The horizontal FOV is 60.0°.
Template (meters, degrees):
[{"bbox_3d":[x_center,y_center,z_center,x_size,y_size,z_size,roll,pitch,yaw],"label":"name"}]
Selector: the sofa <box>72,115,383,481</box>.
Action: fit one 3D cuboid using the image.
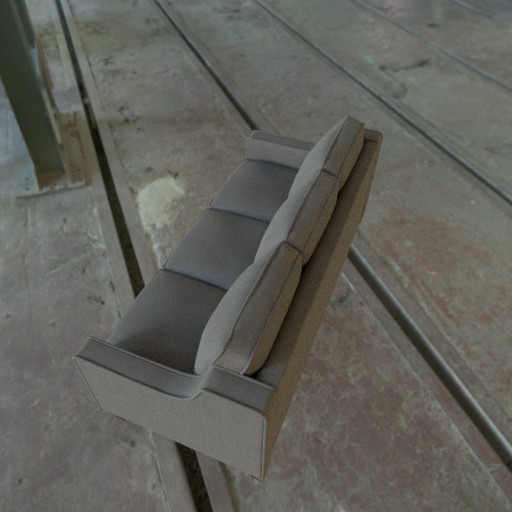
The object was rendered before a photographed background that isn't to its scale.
[{"bbox_3d":[0.000,0.000,2.505,0.911,0.974,1.986,17,48,15],"label":"sofa"}]
